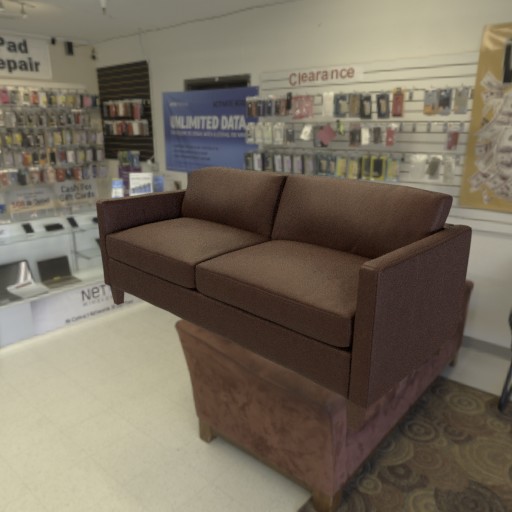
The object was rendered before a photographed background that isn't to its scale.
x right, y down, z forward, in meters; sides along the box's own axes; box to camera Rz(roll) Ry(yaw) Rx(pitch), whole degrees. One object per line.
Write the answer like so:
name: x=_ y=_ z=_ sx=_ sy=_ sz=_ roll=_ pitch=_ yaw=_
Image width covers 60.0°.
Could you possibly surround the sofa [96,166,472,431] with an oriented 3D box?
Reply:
sofa: x=0.000 y=0.000 z=2.468 sx=1.971 sy=0.863 sz=0.923 roll=15 pitch=23 yaw=41
